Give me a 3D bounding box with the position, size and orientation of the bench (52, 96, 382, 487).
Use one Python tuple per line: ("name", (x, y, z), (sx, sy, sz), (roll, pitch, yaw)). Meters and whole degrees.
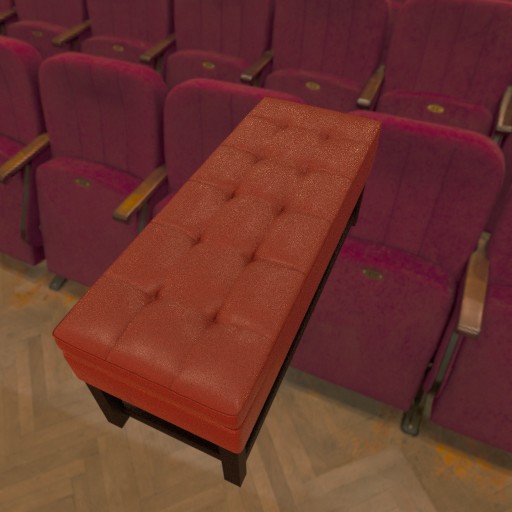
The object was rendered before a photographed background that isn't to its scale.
("bench", (0.000, 0.000, 1.326), (0.432, 0.460, 1.105), (18, 50, 16))
